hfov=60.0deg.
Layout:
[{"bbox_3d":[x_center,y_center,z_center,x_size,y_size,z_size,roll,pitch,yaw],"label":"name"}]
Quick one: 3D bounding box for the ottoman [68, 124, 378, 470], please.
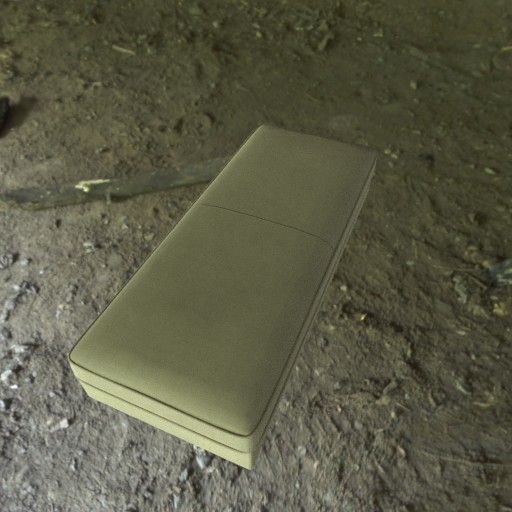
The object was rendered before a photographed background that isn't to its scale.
[{"bbox_3d":[0.000,0.000,2.051,0.735,0.460,1.726,17,48,16],"label":"ottoman"}]
